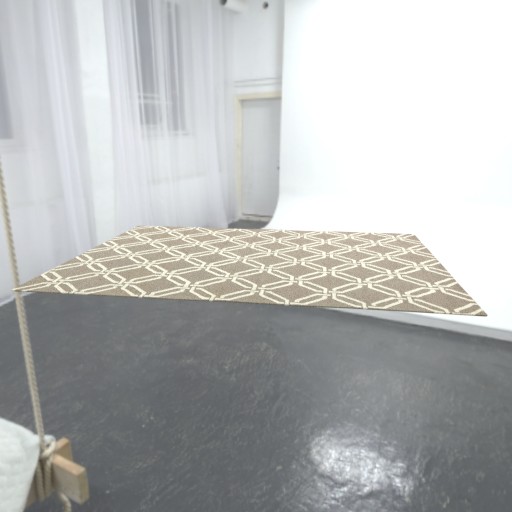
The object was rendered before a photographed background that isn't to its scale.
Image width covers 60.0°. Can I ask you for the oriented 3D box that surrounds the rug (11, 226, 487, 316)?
[{"bbox_3d":[0.000,0.000,4.289,3.419,0.020,2.441,2,16,8],"label":"rug"}]
